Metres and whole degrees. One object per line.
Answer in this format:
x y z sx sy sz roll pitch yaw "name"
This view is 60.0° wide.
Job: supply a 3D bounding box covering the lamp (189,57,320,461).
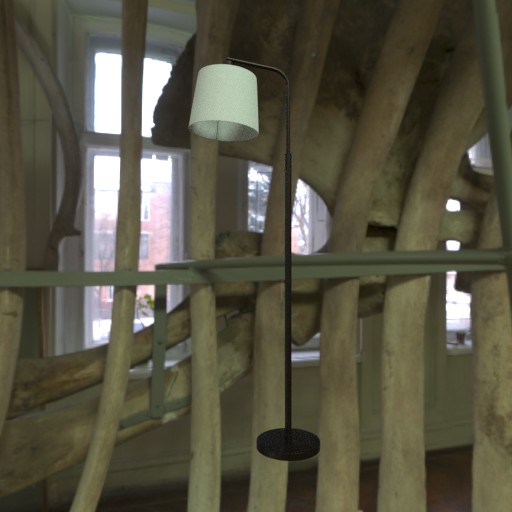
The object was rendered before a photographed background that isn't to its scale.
0.000 0.000 1.679 0.508 1.478 0.254 0 0 -17 "lamp"
